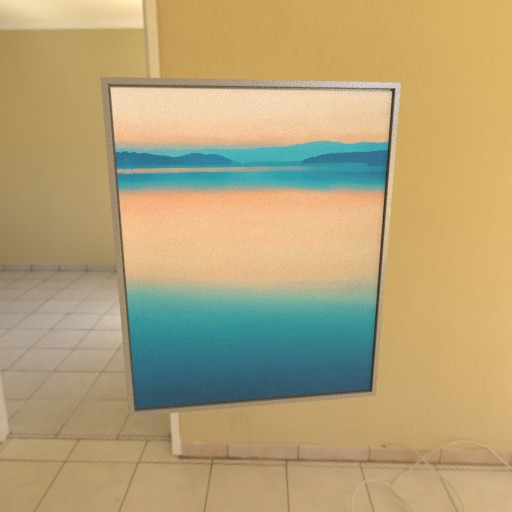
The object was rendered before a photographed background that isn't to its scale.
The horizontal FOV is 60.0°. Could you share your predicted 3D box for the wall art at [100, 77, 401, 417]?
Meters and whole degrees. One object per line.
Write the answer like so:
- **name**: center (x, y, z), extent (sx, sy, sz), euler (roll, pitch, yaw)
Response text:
- **wall art**: center (0.000, 0.000, 0.750), extent (0.453, 0.554, 0.037), euler (-2, 15, -8)
